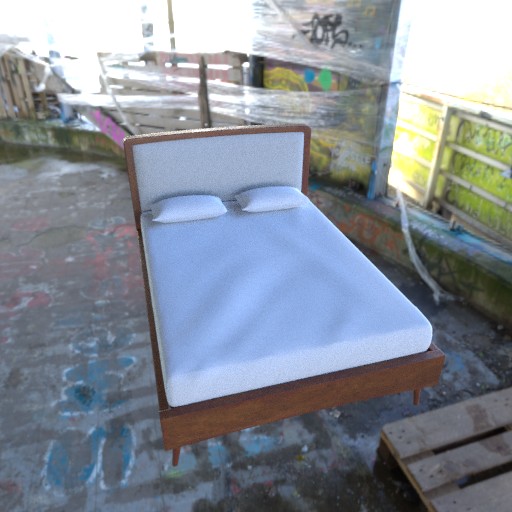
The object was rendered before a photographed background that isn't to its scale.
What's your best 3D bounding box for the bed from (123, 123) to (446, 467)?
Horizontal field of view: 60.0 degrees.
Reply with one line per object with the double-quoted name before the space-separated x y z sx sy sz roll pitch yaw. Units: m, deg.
"bed" 0.000 0.000 3.133 1.587 1.275 2.196 -8 31 -14
